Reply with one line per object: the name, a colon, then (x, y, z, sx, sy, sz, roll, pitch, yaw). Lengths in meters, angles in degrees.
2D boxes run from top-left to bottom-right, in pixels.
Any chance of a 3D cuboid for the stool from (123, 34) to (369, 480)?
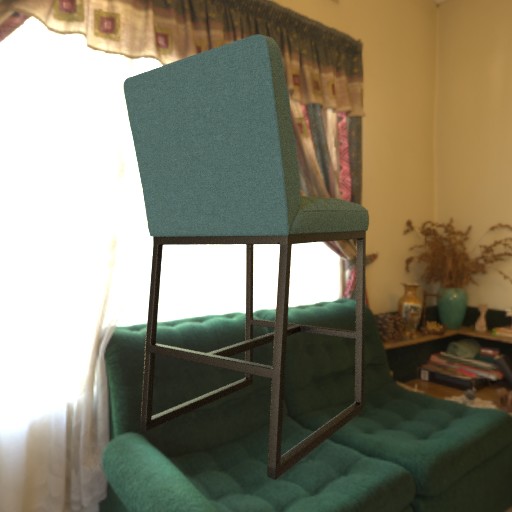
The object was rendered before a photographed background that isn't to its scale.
stool: (0.000, 0.000, 1.249, 0.460, 0.940, 0.560, 1, 2, 36)
